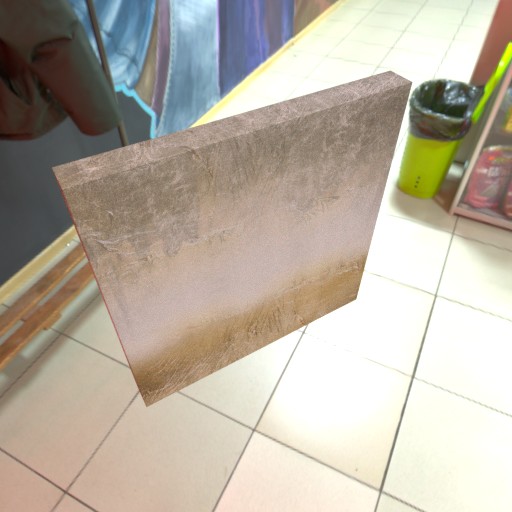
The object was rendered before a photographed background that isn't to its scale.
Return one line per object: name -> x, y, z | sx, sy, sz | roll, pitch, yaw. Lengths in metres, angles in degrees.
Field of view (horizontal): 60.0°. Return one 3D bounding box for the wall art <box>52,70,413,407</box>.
wall art -> 0.000, 0.000, 0.605 | 0.405, 0.407, 0.038 | -23, 50, -21
